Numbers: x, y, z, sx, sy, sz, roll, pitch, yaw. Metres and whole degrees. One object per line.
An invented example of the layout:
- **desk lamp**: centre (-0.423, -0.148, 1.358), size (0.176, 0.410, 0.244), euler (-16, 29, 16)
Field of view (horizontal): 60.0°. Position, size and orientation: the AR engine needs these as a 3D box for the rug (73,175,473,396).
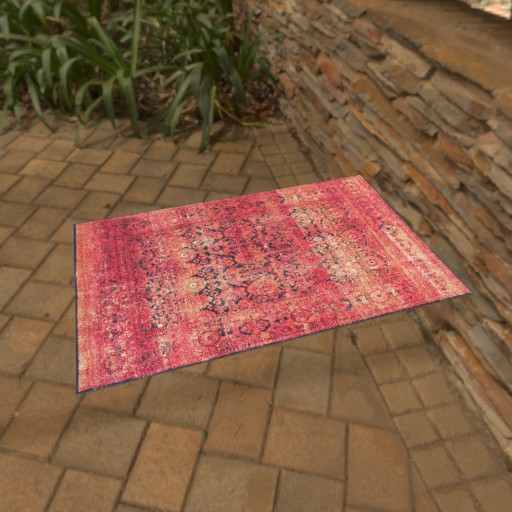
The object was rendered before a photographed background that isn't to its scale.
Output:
- **rug**: centre (0.000, 0.000, 3.112), size (2.449, 0.018, 1.539), euler (-12, 42, -13)
